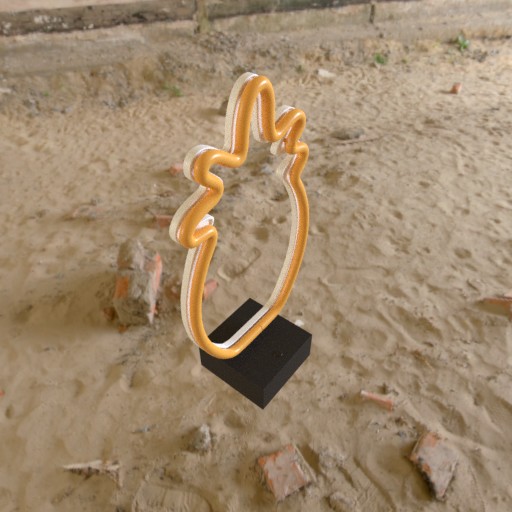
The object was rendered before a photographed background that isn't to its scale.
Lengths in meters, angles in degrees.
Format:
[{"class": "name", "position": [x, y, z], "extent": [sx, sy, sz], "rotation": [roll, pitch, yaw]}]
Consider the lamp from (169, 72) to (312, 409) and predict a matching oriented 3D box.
[{"class": "lamp", "position": [0.000, 0.000, 0.400], "extent": [0.088, 0.317, 0.167], "rotation": [28, 49, 28]}]
